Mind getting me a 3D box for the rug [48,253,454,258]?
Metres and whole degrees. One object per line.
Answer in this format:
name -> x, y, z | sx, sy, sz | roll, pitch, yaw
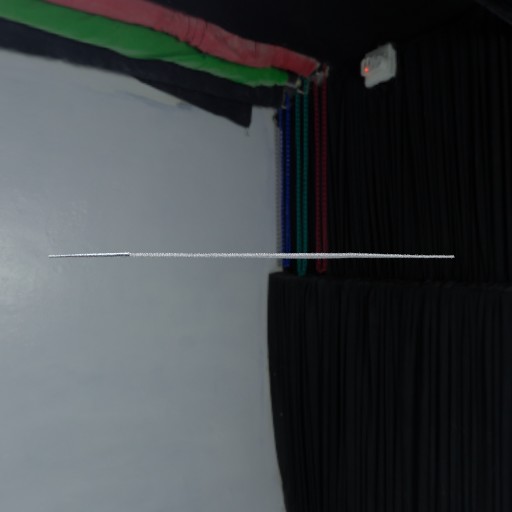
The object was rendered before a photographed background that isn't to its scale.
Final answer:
rug -> 0.000, 0.000, 2.295 | 1.773, 0.021, 1.149 | 0, -1, -36
